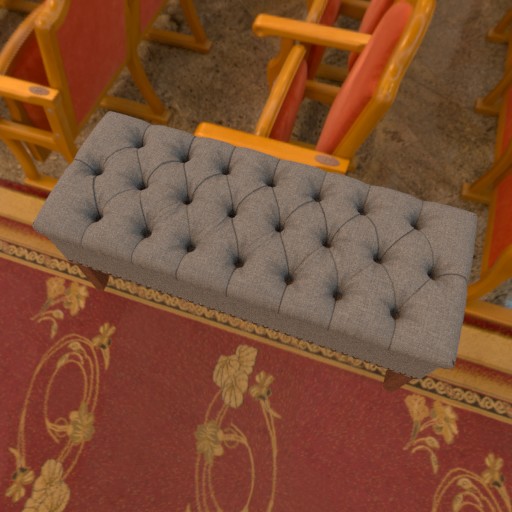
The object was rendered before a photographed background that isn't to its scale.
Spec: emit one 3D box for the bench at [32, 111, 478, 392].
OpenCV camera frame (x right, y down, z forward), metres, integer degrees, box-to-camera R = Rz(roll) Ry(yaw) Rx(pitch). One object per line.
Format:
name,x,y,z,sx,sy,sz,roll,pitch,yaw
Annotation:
bench,0.000,0.000,1.291,1.052,0.470,0.417,18,65,9
